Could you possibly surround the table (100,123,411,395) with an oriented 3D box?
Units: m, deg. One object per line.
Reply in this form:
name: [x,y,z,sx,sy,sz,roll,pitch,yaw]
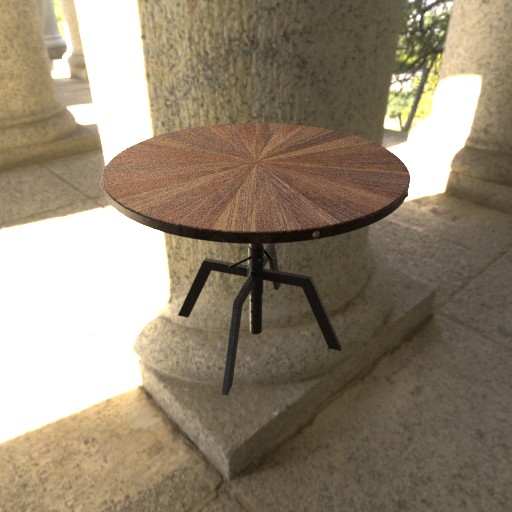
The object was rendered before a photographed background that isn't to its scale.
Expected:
table: [0.000,0.000,1.492,0.885,0.658,0.885,0,31,0]
